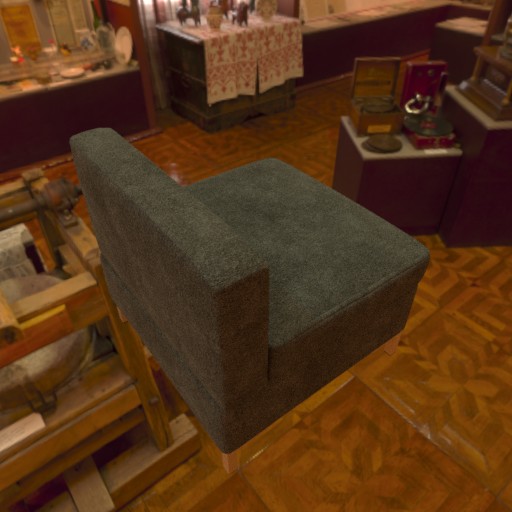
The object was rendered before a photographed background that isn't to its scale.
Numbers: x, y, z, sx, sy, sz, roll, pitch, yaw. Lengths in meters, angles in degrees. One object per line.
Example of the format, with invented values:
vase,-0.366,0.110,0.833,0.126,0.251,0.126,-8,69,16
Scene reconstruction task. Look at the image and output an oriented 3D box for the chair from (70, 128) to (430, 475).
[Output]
chair,0.000,0.000,1.226,0.680,0.660,0.680,-26,46,-28
